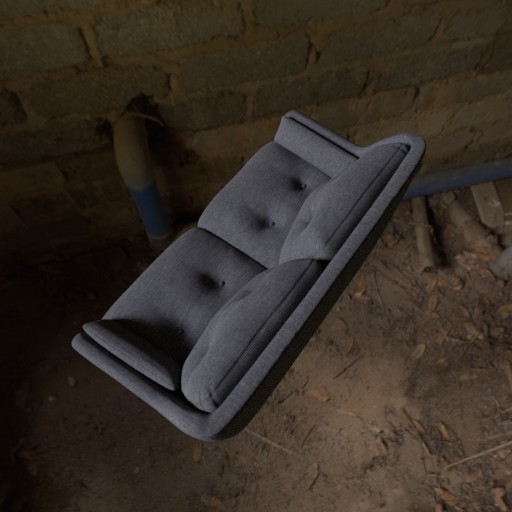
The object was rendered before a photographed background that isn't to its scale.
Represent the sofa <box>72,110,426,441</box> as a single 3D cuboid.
[{"bbox_3d":[0.000,0.000,2.473,0.975,0.896,1.929,33,68,16],"label":"sofa"}]
